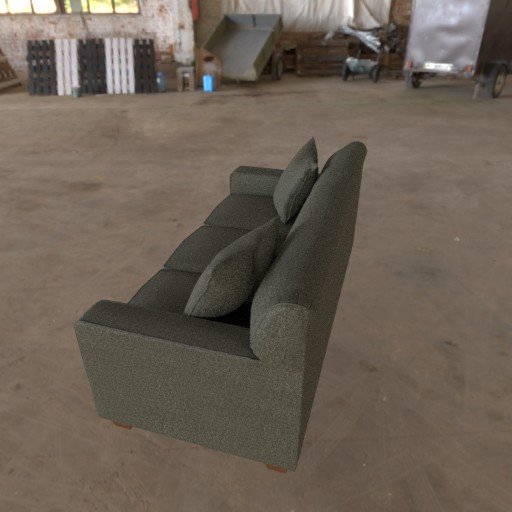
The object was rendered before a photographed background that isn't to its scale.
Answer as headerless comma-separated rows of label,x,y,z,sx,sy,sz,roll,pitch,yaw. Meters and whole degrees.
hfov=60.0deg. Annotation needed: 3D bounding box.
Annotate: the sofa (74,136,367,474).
sofa,0.000,0.000,2.555,0.997,0.958,2.024,9,31,15
